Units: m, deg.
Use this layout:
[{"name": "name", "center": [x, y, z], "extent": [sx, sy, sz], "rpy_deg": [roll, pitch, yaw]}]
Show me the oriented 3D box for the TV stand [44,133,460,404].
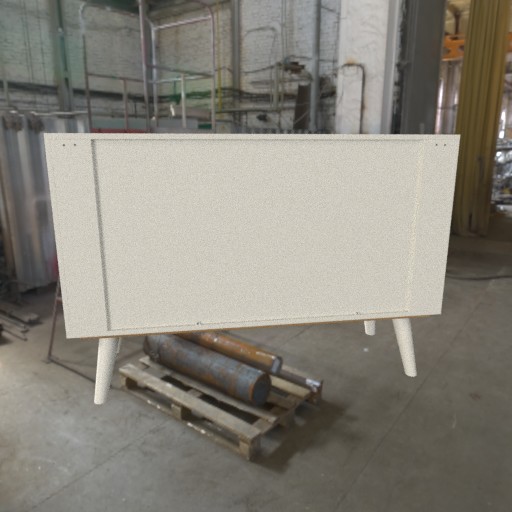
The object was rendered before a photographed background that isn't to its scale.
[{"name": "TV stand", "center": [0.000, 0.000, 1.547], "extent": [1.193, 0.812, 0.406], "rpy_deg": [-2, 14, -9]}]
